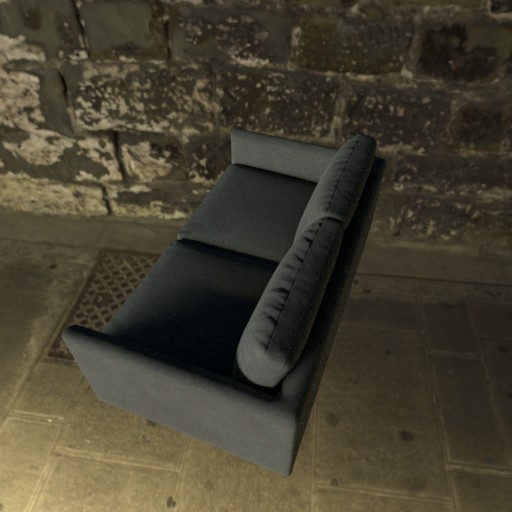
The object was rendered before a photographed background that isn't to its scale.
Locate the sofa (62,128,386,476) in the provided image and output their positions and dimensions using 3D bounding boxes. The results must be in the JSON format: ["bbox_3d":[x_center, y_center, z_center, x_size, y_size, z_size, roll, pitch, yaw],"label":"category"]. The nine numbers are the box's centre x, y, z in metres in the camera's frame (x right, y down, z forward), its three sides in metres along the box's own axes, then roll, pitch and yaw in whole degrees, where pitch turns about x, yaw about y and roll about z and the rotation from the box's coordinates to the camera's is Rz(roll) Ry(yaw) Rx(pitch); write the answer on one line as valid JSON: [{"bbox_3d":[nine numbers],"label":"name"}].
[{"bbox_3d":[0.000,0.000,2.550,1.091,0.845,1.909,16,48,15],"label":"sofa"}]
